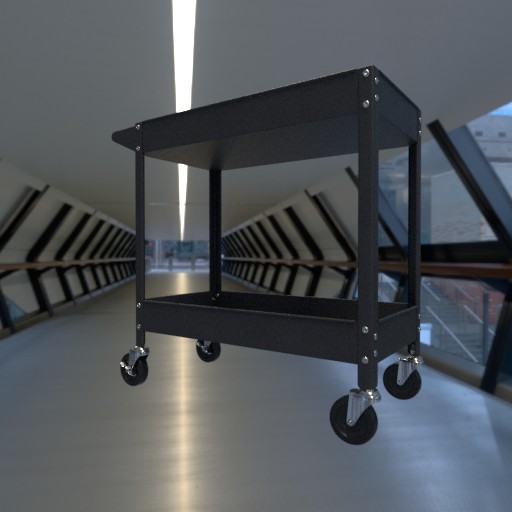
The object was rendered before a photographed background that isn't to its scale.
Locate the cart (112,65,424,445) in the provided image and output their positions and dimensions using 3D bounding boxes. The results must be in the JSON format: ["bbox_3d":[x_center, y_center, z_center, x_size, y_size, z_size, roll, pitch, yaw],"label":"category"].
[{"bbox_3d":[0.000,0.000,1.173,0.779,0.719,0.366,1,1,35],"label":"cart"}]
